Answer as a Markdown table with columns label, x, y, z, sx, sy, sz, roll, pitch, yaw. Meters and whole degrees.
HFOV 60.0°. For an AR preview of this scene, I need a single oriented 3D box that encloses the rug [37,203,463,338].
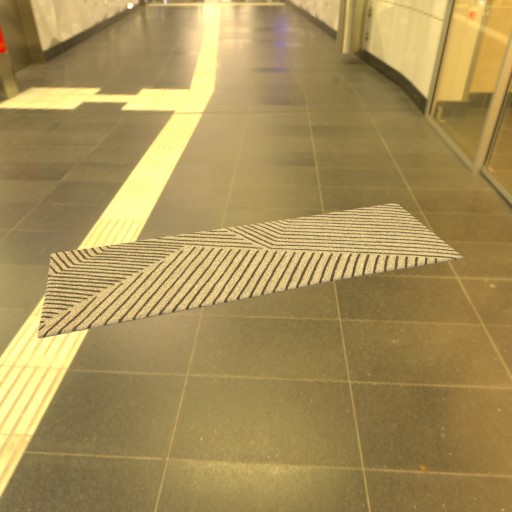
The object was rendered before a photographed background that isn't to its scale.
| label | x | y | z | sx | sy | sz | roll | pitch | yaw |
| --- | --- | --- | --- | --- | --- | --- | --- | --- | --- |
| rug | 0.000 | 0.000 | 2.739 | 2.439 | 0.020 | 0.773 | -9 | 35 | -14 |
